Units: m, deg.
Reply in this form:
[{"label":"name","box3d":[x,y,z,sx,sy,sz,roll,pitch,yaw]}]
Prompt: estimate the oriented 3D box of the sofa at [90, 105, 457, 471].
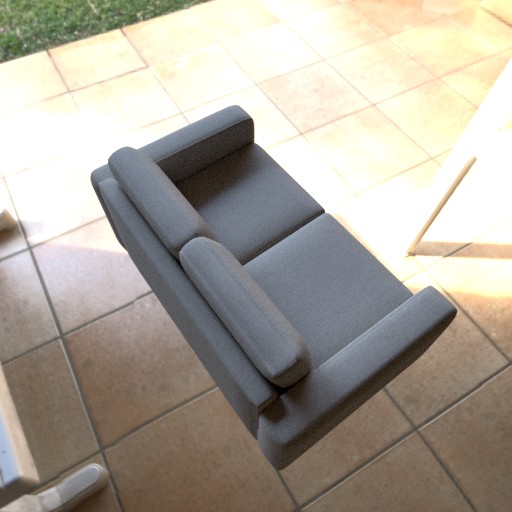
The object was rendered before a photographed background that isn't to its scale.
[{"label":"sofa","box3d":[0.000,0.000,2.058,0.900,0.800,1.540,-32,63,-18]}]
